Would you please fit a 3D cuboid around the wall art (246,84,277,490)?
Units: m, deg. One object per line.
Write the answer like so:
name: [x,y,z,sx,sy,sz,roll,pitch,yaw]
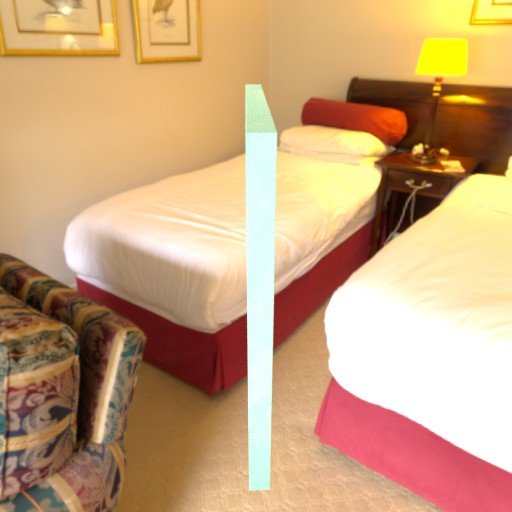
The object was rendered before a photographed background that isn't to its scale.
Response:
wall art: [0.000,0.000,0.902,0.036,0.603,0.603,-1,26,-1]
